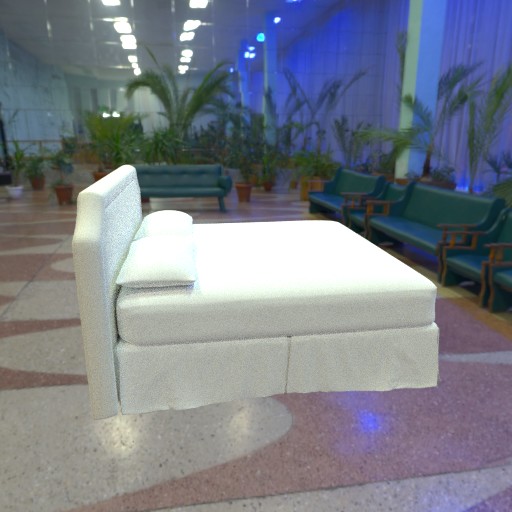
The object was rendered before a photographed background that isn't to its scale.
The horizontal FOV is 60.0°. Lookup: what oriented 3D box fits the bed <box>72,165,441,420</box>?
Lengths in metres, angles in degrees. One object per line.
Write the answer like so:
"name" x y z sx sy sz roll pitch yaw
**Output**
"bed" 0.000 0.000 3.500 2.204 1.301 2.160 -2 17 -8
